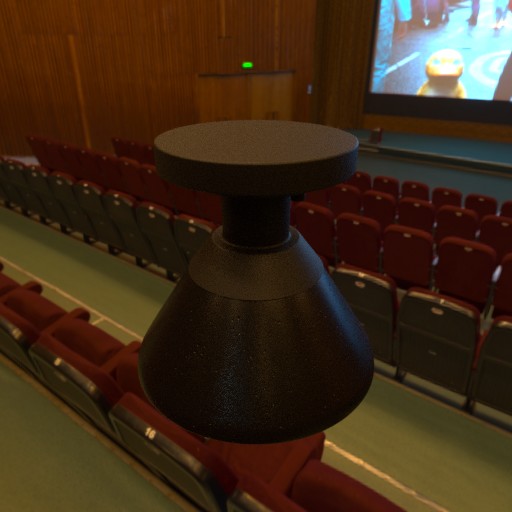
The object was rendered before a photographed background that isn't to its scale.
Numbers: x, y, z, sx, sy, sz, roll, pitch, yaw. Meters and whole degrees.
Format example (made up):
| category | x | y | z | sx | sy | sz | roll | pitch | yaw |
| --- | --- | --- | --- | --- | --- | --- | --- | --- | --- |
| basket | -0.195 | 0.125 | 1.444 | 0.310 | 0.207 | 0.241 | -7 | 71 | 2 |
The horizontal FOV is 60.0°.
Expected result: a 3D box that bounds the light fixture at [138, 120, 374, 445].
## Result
| category | x | y | z | sx | sy | sz | roll | pitch | yaw |
| --- | --- | --- | --- | --- | --- | --- | --- | --- | --- |
| light fixture | 0.000 | 0.000 | 0.346 | 0.200 | 0.183 | 0.200 | 0 | 27 | 0 |
